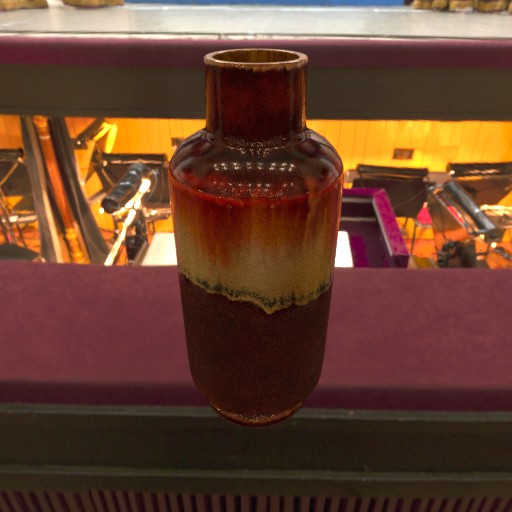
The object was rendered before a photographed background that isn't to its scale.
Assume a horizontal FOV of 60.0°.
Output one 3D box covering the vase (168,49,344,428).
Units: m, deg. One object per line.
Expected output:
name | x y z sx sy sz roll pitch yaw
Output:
vase | 0.000 0.000 0.314 0.111 0.261 0.111 0 32 0
